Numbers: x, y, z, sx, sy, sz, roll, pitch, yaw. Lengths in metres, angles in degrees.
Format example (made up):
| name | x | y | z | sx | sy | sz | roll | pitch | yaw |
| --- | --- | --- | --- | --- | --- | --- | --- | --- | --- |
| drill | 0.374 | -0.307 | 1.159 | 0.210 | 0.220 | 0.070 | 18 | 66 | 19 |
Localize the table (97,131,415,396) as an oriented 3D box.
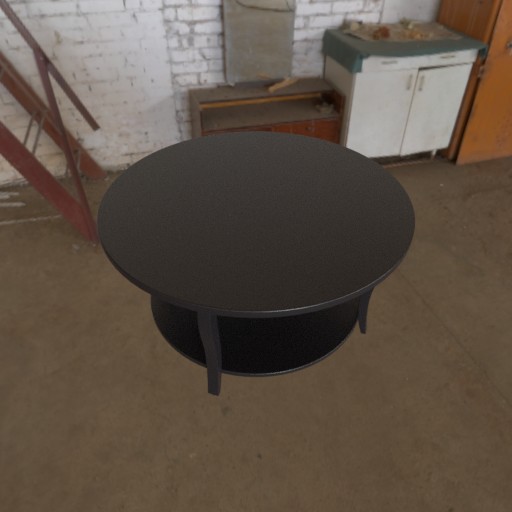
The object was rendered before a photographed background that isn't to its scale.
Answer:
| name | x | y | z | sx | sy | sz | roll | pitch | yaw |
| --- | --- | --- | --- | --- | --- | --- | --- | --- | --- |
| table | 0.000 | 0.000 | 1.465 | 0.914 | 0.457 | 0.914 | 0 | 40 | 0 |
